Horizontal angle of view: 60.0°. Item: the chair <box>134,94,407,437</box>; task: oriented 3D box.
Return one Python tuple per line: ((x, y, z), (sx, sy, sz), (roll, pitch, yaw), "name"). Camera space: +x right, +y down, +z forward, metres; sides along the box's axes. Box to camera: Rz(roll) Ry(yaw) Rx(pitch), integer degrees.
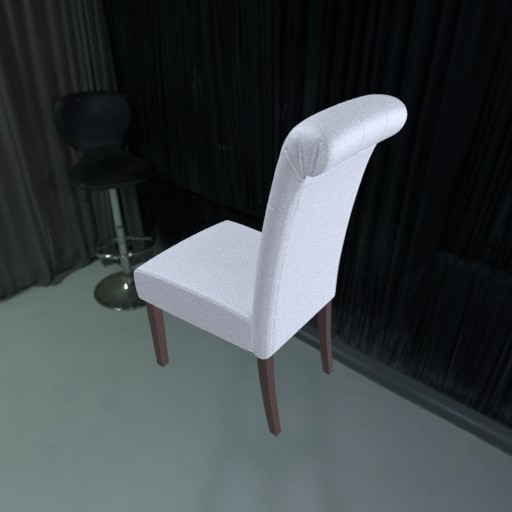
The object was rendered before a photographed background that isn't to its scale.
((0.000, 0.000, 1.391), (0.671, 1.006, 0.456), (22, 38, 32), "chair")
